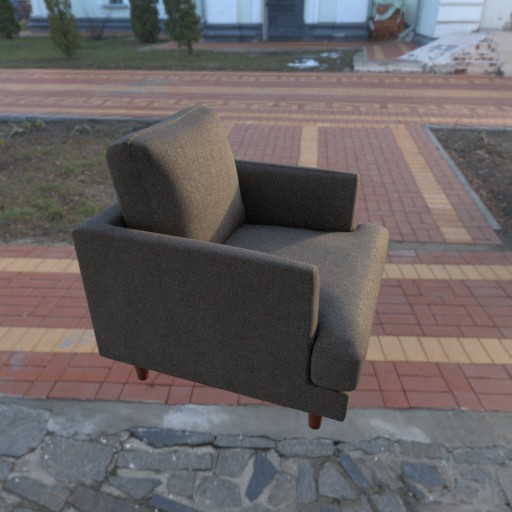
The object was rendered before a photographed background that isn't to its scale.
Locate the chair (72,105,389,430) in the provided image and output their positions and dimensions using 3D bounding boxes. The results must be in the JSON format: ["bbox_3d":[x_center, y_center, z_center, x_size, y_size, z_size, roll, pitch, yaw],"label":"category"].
[{"bbox_3d":[0.000,0.000,1.632,0.899,0.957,0.858,10,31,17],"label":"chair"}]
